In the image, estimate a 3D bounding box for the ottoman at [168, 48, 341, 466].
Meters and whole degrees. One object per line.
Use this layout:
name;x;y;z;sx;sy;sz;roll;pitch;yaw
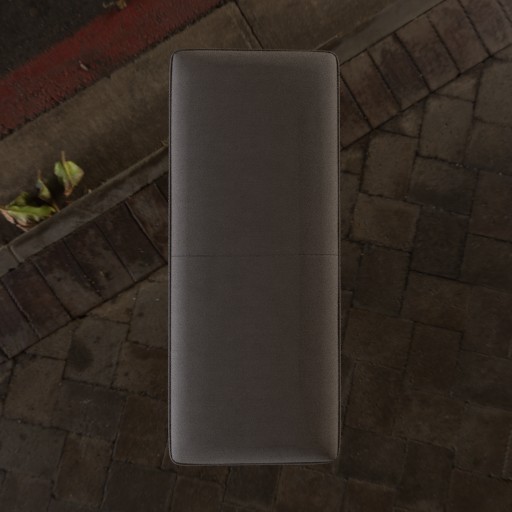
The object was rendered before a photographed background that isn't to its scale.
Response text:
ottoman;0.000;0.000;2.031;0.751;0.470;1.764;0;89;-1
